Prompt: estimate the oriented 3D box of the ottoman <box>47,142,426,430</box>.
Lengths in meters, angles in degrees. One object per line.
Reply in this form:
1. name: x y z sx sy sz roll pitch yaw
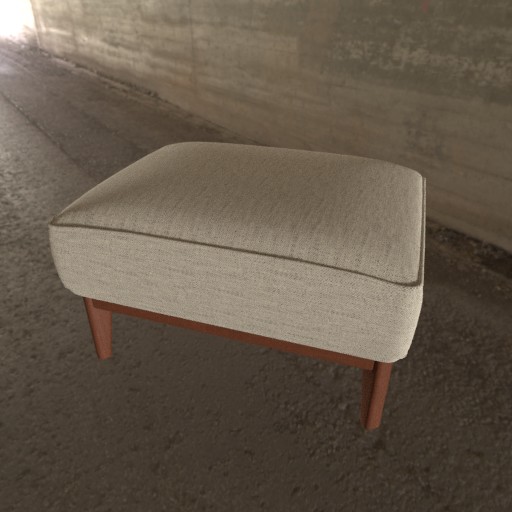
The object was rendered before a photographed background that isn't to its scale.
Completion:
1. ottoman: 0.000 0.000 1.161 0.794 0.465 0.594 10 32 16
